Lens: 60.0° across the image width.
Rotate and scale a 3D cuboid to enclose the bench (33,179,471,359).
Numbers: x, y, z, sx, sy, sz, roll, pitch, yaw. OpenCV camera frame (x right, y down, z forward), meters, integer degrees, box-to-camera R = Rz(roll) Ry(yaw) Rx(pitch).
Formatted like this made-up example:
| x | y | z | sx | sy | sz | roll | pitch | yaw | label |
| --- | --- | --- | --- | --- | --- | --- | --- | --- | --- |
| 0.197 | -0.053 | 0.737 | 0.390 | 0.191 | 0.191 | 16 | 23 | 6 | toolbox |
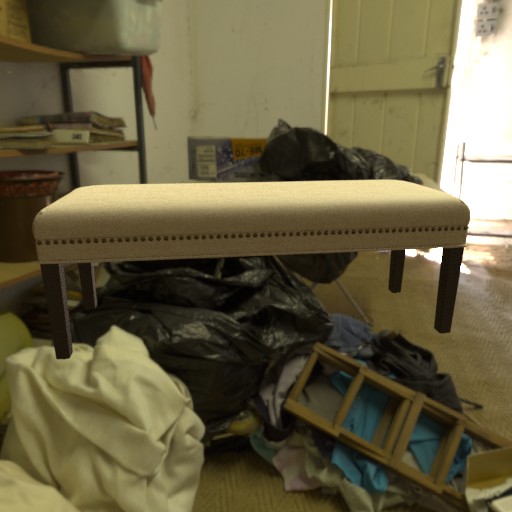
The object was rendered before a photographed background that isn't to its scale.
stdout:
| x | y | z | sx | sy | sz | roll | pitch | yaw | label |
| --- | --- | --- | --- | --- | --- | --- | --- | --- | --- |
| 0.000 | 0.000 | 1.453 | 1.219 | 0.457 | 0.410 | -2 | 17 | -8 | bench |
